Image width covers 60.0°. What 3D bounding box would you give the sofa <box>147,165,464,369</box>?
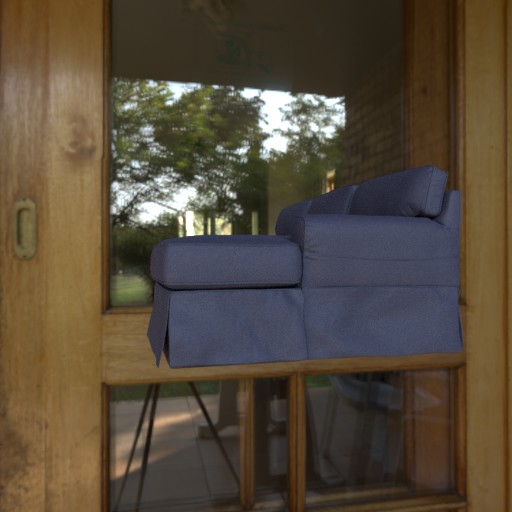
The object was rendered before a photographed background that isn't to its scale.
[{"bbox_3d":[0.000,0.000,3.341,1.637,1.039,2.518,0,0,-17],"label":"sofa"}]
